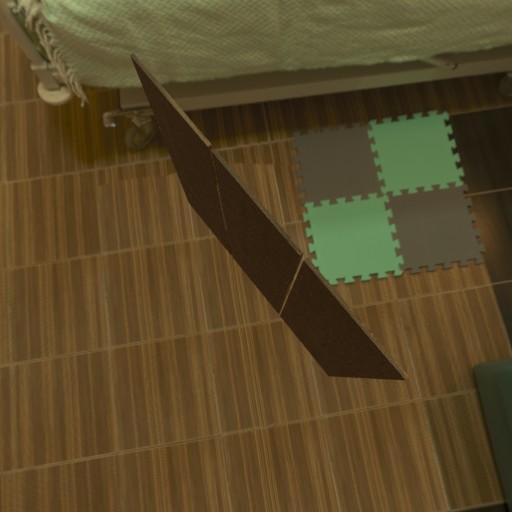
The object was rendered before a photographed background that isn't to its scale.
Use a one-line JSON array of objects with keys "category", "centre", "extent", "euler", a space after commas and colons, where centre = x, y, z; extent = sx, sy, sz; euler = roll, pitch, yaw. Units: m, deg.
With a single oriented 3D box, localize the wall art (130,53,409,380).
[{"category": "wall art", "centre": [0.000, 0.000, 1.811], "extent": [0.013, 1.213, 1.215], "euler": [-38, 78, -9]}]
